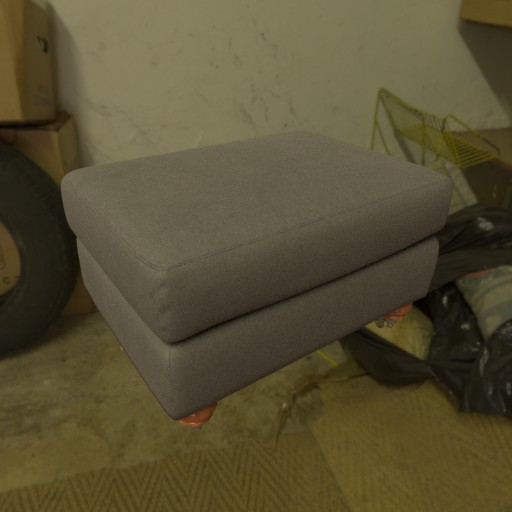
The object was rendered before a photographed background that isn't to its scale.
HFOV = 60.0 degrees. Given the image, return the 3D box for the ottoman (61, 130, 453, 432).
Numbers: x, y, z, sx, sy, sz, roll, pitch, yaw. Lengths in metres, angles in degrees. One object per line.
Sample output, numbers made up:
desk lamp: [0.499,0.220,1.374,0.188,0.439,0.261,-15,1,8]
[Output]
ottoman: [0.000,0.000,1.126,0.773,0.497,0.574,-19,34,-30]
